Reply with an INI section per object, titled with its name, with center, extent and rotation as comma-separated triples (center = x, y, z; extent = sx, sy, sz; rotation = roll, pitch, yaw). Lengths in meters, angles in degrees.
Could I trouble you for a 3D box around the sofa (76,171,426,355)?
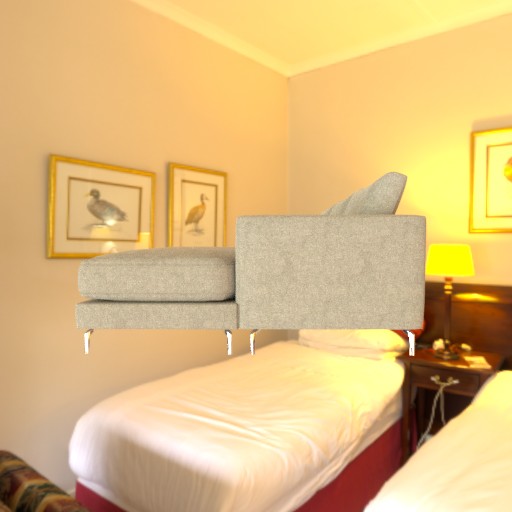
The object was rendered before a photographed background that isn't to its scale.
[sofa]
center = 0.000, 0.000, 3.194
extent = 1.626, 0.864, 2.438
rotation = 0, 1, 1
